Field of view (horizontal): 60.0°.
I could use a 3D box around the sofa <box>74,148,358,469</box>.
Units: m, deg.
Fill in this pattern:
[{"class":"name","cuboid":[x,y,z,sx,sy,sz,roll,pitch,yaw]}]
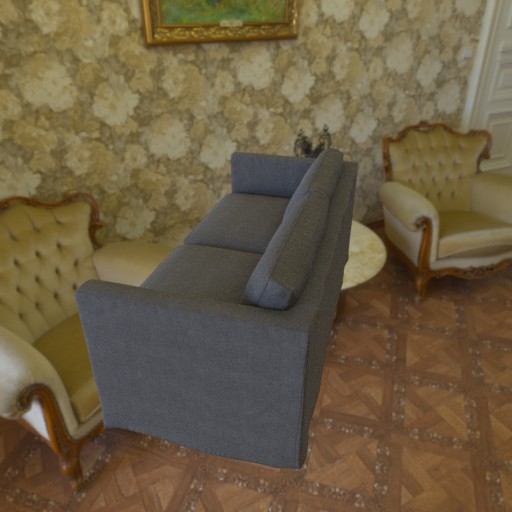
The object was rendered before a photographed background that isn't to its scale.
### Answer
[{"class":"sofa","cuboid":[0.000,0.000,2.527,0.953,0.855,1.982,8,30,14]}]
